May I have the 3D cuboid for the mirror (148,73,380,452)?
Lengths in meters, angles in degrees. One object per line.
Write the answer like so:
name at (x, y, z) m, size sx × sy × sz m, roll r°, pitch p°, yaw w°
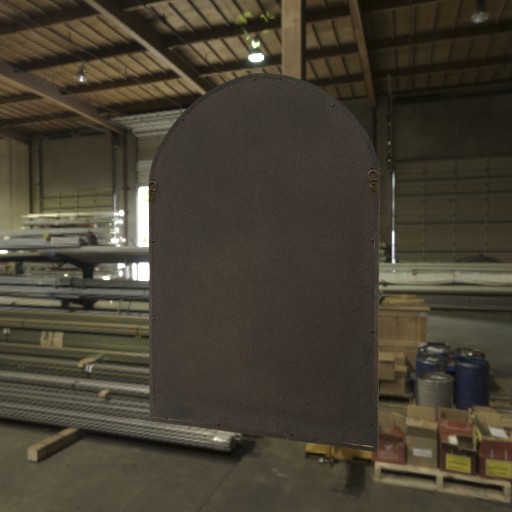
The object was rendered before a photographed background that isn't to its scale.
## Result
mirror at (0.000, 0.000, 1.136) m, size 0.609 × 0.915 × 0.032 m, roll 0°, pitch 1°, yaw 18°
